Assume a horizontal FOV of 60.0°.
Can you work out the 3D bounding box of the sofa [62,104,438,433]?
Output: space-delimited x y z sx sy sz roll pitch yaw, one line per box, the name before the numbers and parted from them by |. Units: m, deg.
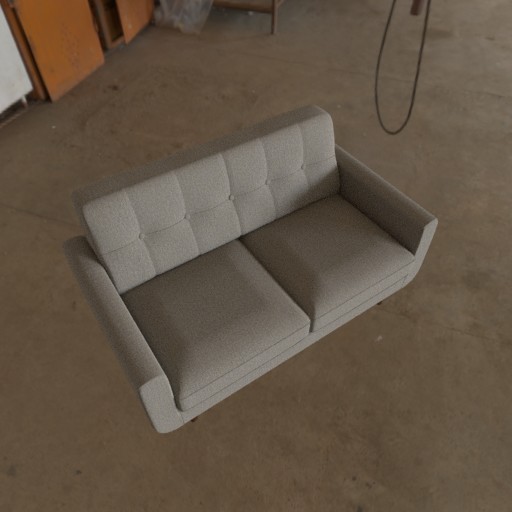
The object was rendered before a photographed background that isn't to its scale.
sofa | 0.000 0.000 2.303 1.651 0.925 0.952 -27 53 -22
